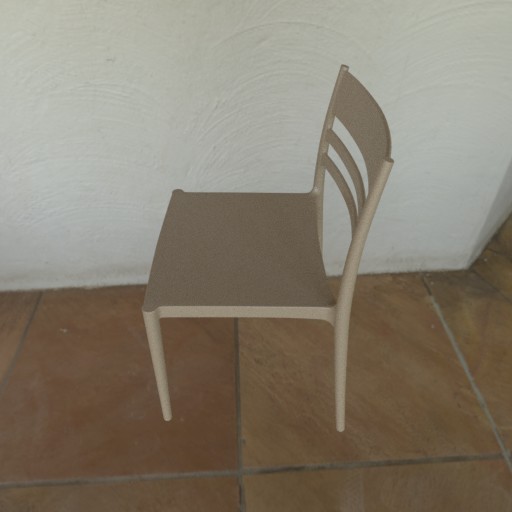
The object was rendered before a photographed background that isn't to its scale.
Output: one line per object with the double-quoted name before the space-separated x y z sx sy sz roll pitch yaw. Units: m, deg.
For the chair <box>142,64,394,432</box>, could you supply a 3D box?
"chair" 0.000 0.000 1.136 0.511 0.800 0.531 0 41 0
